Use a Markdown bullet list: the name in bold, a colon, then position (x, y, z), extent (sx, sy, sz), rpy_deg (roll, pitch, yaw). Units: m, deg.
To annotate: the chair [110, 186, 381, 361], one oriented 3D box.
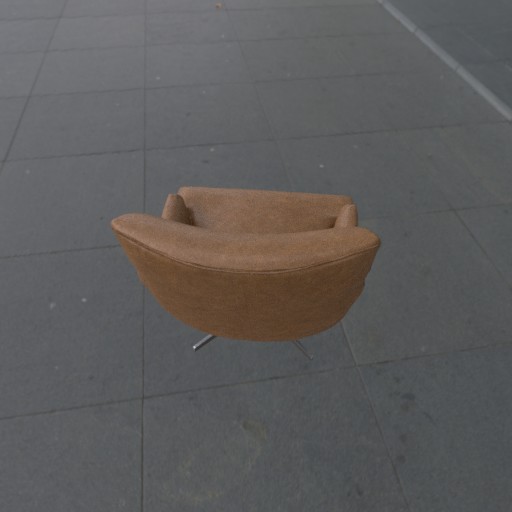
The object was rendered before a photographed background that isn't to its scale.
- **chair**: position (0.000, 0.000, 1.546), extent (0.729, 0.869, 0.874), rpy_deg (4, 47, 4)
